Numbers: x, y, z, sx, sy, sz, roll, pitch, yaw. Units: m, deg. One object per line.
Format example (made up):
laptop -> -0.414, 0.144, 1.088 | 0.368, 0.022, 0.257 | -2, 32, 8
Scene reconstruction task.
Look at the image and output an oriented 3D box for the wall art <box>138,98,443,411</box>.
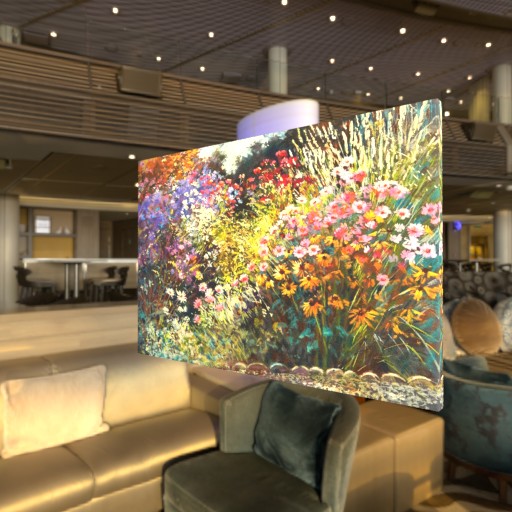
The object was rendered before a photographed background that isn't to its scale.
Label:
wall art -> 0.000, 0.000, 1.431 | 1.136, 0.760, 0.042 | -1, -1, 37
